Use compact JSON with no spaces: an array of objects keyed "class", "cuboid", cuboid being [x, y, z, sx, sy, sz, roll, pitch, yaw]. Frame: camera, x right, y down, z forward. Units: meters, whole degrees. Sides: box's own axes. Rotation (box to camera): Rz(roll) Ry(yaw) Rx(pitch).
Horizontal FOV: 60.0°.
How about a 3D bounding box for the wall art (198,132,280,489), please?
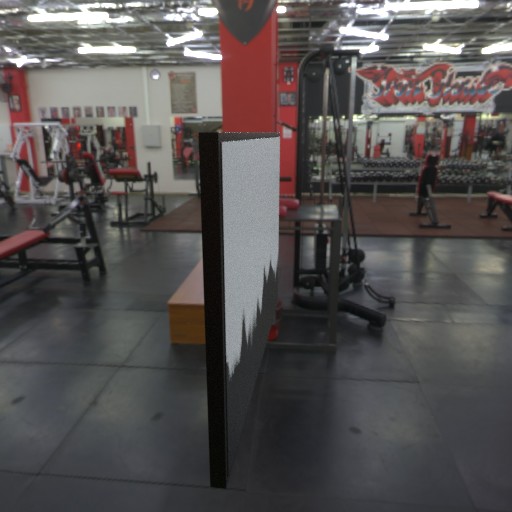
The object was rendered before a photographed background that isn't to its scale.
[{"class":"wall art","cuboid":[0.000,0.000,0.830,0.022,0.446,0.659,2,16,8]}]
